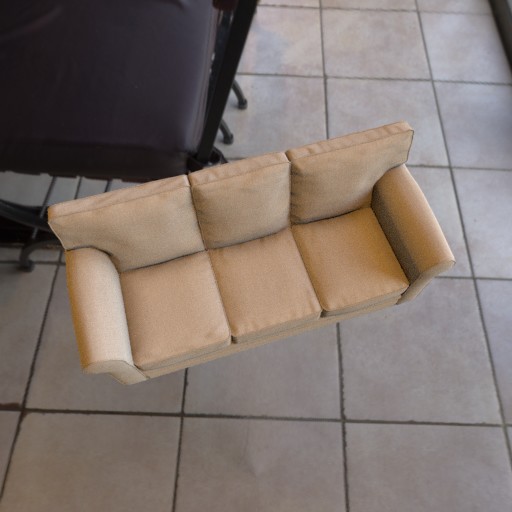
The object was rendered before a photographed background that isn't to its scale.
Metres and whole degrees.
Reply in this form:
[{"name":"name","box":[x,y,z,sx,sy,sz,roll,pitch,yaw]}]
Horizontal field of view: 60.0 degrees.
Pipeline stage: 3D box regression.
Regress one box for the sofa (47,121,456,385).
[{"name":"sofa","box":[0.000,0.000,2.635,2.084,0.961,0.916,-15,64,-7]}]
